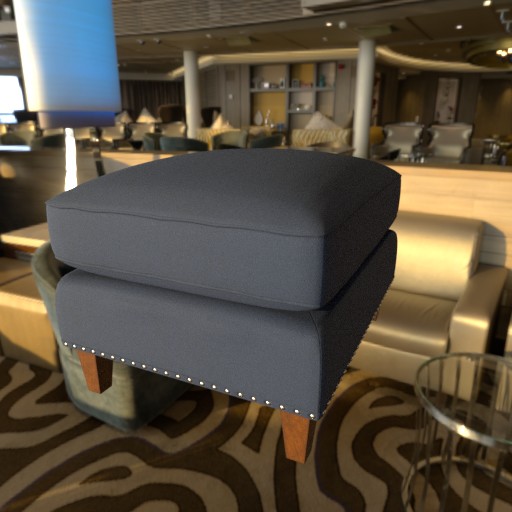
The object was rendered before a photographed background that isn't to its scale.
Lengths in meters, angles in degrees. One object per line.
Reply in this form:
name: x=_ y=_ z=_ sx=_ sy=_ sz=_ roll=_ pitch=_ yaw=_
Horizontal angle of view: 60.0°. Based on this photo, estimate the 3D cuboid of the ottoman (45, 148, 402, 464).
ottoman: x=0.000 y=0.000 z=1.101 sx=0.584 sy=0.513 sz=0.741 roll=8 pitch=19 yaw=24
